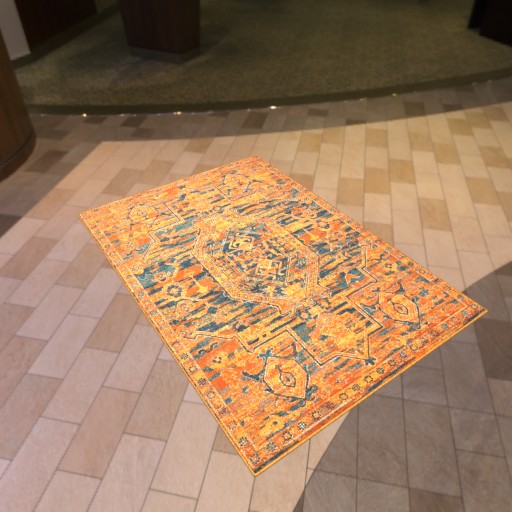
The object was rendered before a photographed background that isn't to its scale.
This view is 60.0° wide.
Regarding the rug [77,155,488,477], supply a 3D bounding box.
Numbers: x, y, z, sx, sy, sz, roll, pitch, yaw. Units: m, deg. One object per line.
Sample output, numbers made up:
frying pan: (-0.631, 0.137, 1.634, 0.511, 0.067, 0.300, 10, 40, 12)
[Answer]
rug: (0.000, 0.000, 3.652, 2.043, 0.019, 2.916, -24, 46, -26)
